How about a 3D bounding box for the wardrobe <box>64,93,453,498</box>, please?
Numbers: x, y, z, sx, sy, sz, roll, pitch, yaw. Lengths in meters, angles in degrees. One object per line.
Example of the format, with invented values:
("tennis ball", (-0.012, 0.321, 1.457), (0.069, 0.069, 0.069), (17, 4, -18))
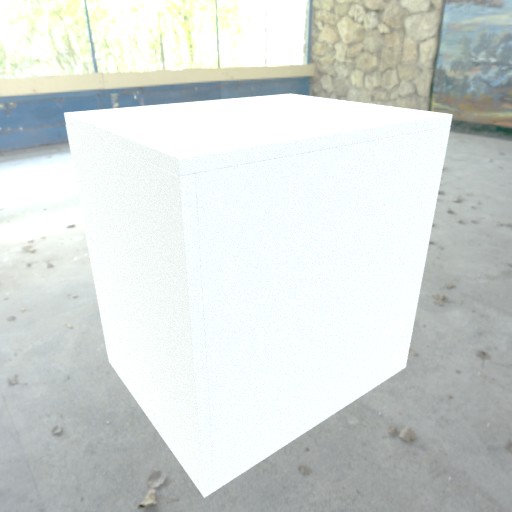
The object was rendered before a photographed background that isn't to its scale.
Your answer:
("wardrobe", (0.000, 0.000, 0.841), (0.500, 0.520, 0.400), (-18, 31, -33))
